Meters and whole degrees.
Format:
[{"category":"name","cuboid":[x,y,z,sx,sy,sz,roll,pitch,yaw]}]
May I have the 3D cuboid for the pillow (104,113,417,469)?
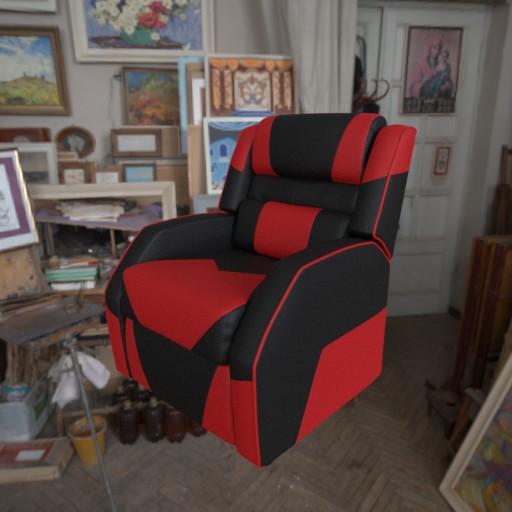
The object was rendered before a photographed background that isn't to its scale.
[{"category":"pillow","cuboid":[0.000,0.000,1.294,0.620,0.805,0.672,15,22,41]}]
